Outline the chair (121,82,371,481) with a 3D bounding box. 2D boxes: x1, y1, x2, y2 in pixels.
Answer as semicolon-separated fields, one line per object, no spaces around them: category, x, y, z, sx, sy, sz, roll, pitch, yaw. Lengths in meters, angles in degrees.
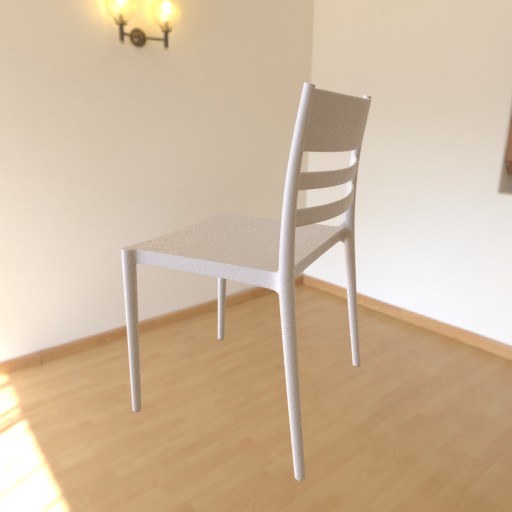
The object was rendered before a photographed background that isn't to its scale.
chair;0.000;0.000;1.152;0.511;0.800;0.531;8;19;25
